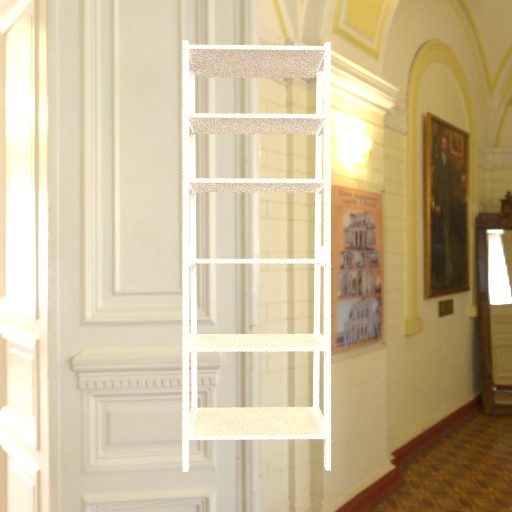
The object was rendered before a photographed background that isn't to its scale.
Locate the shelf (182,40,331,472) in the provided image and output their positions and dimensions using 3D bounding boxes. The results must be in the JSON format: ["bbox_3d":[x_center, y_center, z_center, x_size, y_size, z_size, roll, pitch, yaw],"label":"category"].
[{"bbox_3d":[0.000,0.000,2.141,0.660,1.892,0.381,0,0,-1],"label":"shelf"}]
